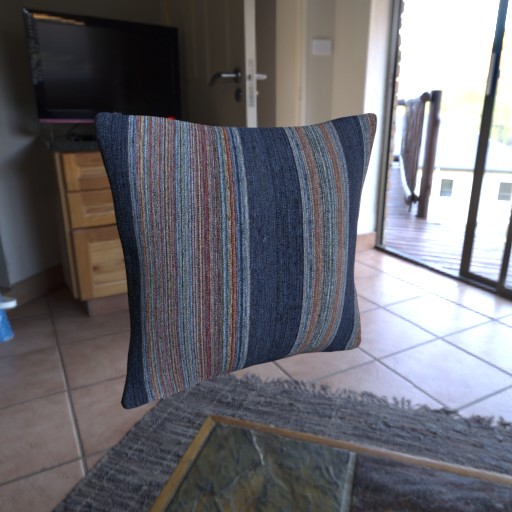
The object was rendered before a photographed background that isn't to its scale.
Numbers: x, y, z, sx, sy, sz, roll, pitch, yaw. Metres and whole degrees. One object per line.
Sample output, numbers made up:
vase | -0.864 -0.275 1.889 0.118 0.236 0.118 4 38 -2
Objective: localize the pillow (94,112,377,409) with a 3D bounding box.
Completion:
pillow | 0.000 0.000 0.678 0.437 0.419 0.136 -8 19 -25
